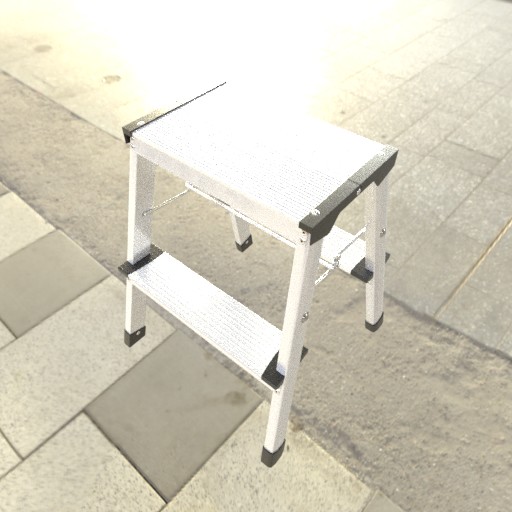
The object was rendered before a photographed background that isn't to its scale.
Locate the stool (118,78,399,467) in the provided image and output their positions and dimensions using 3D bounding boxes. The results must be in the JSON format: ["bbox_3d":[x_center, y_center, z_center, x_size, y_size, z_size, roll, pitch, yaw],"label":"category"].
[{"bbox_3d":[0.000,0.000,0.789,0.404,0.480,0.405,31,54,26],"label":"stool"}]
